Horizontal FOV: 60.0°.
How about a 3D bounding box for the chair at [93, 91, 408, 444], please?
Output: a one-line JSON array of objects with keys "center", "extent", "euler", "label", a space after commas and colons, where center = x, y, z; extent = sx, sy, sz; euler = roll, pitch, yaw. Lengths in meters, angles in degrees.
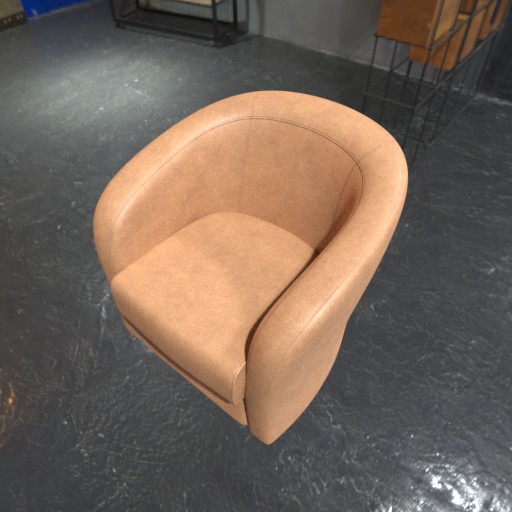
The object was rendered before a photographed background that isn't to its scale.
[{"center": [0.000, 0.000, 1.449], "extent": [0.791, 0.771, 0.815], "euler": [31, 53, 26], "label": "chair"}]
